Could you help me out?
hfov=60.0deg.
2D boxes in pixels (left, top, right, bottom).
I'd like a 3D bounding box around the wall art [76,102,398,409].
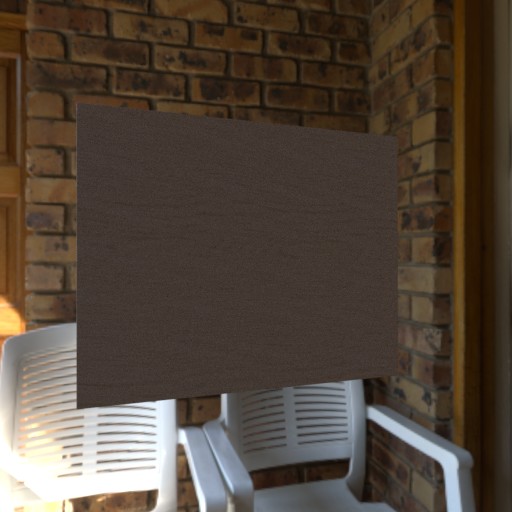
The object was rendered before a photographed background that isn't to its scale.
[{"bbox_3d":[0.000,0.000,0.676,0.508,0.406,0.013,0,0,-19],"label":"wall art"}]
